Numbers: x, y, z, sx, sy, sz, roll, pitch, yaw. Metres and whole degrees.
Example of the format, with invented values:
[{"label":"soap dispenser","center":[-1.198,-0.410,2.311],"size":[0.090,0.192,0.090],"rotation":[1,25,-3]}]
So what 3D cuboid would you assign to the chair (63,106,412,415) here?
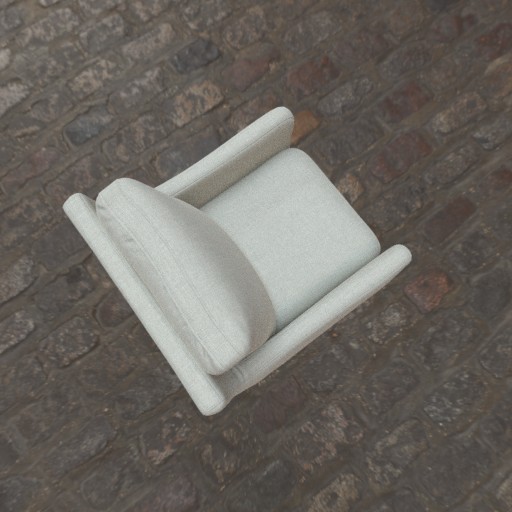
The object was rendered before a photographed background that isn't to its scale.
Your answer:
[{"label":"chair","center":[0.000,0.000,1.393],"size":[0.694,0.914,0.626],"rotation":[-36,79,-8]}]
